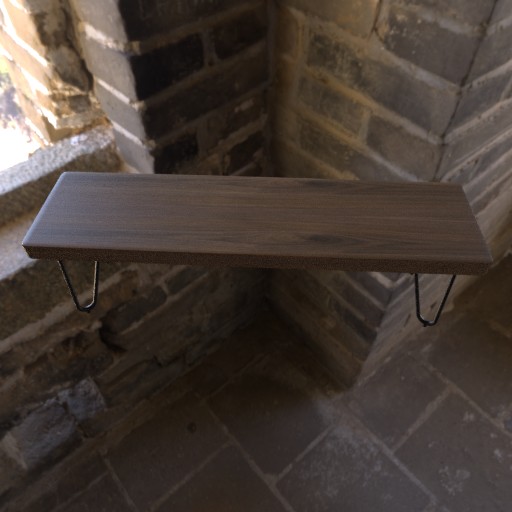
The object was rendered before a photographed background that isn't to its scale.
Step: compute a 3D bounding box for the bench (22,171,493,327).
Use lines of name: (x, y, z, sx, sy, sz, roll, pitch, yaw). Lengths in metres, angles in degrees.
bench: (0.000, 0.000, 1.770, 1.570, 0.462, 0.425, 2, 47, 2)
